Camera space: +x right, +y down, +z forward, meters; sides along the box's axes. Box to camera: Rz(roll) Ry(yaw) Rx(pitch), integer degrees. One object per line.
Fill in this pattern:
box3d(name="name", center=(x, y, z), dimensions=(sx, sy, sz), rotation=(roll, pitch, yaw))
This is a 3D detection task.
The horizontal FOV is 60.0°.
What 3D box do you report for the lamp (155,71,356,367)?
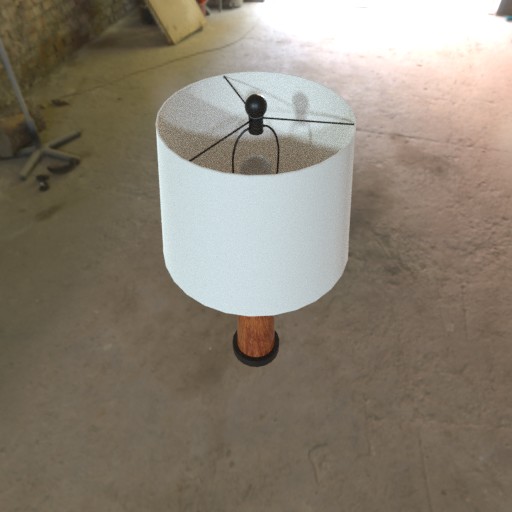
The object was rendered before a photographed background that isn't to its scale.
box3d(name="lamp", center=(0.000, 0.000, 0.871), dimensions=(0.349, 0.667, 0.349), rotation=(0, 47, 0))
